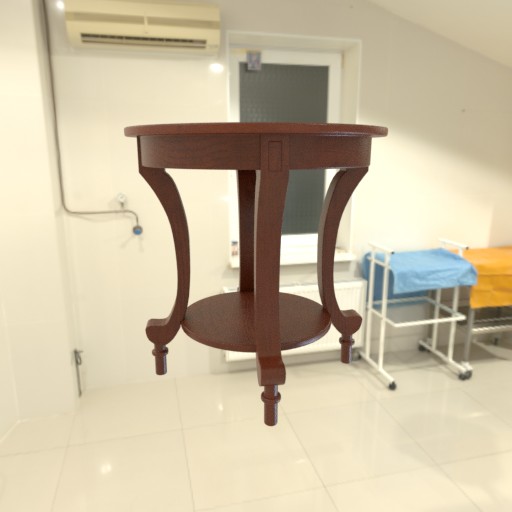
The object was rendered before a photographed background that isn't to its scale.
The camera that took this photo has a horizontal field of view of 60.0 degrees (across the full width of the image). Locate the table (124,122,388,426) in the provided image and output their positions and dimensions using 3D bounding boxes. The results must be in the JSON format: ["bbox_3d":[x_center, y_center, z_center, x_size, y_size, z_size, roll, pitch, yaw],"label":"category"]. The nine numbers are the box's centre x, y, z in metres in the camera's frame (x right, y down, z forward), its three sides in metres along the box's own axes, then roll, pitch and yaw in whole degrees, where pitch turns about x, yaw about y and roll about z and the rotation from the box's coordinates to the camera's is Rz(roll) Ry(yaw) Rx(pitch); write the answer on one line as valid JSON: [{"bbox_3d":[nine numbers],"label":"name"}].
[{"bbox_3d":[0.000,0.000,1.114,0.597,0.612,0.597,0,14,0],"label":"table"}]
